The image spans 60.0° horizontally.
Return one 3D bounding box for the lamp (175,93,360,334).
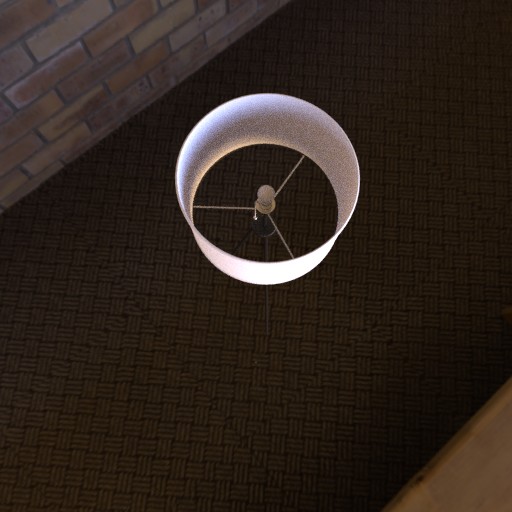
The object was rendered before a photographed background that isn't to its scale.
[{"bbox_3d":[0.000,0.000,1.730,0.458,1.545,0.448,17,77,4],"label":"lamp"}]
